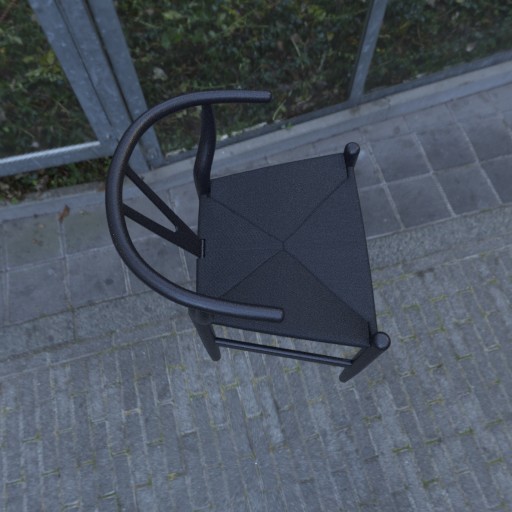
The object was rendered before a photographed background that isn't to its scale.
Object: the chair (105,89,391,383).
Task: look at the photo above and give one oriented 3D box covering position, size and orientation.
[{"bbox_3d":[0.000,0.000,1.178,0.579,0.730,0.569,-1,65,-1],"label":"chair"}]
